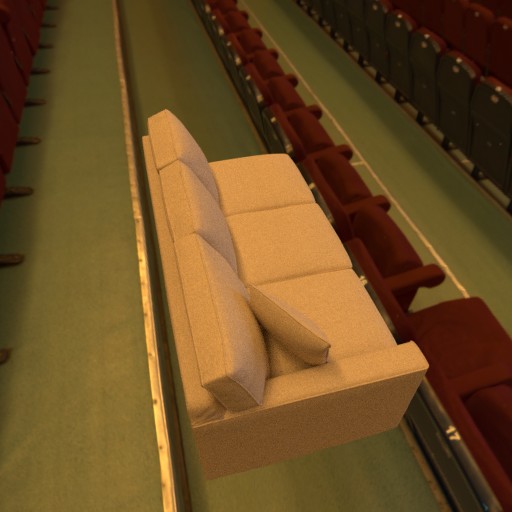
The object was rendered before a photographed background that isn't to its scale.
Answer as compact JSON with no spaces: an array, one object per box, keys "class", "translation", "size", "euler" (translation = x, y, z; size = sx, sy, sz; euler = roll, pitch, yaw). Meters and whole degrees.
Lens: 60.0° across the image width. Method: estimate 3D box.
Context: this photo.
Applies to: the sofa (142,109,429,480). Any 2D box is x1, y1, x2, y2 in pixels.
[{"class":"sofa","translation":[0.000,0.000,2.528],"size":[1.034,0.946,1.962],"euler":[-11,46,-10]}]
